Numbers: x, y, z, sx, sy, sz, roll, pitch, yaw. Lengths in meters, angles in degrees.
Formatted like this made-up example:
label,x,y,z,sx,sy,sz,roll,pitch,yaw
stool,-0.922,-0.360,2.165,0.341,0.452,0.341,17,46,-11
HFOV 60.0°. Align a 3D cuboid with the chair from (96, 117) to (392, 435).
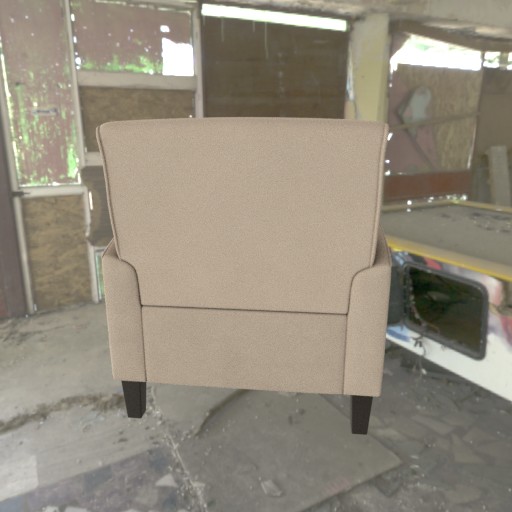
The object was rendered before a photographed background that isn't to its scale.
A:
label,x,y,z,sx,sy,sz,roll,pitch,yaw
chair,0.000,0.000,1.576,0.820,0.915,0.820,2,15,6
